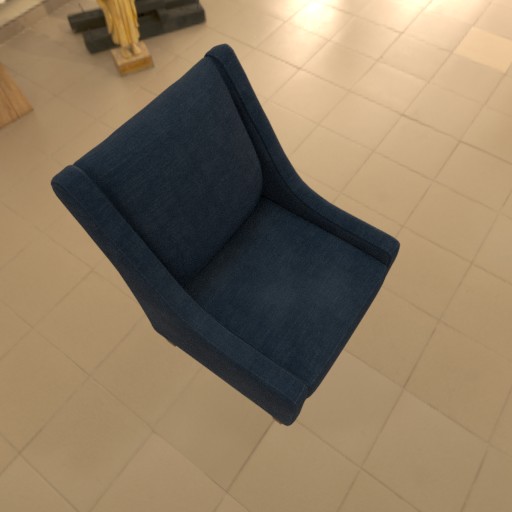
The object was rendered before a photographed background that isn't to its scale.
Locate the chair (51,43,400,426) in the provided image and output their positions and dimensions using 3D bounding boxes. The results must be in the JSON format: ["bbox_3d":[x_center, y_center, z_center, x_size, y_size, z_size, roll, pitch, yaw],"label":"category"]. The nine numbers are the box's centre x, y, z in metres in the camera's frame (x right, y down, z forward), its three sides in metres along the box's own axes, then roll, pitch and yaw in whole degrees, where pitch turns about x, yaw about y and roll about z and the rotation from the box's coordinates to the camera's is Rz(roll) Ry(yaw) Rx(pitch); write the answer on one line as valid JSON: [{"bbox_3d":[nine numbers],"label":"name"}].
[{"bbox_3d":[0.000,0.000,1.638,0.870,1.014,0.774,31,64,17],"label":"chair"}]
